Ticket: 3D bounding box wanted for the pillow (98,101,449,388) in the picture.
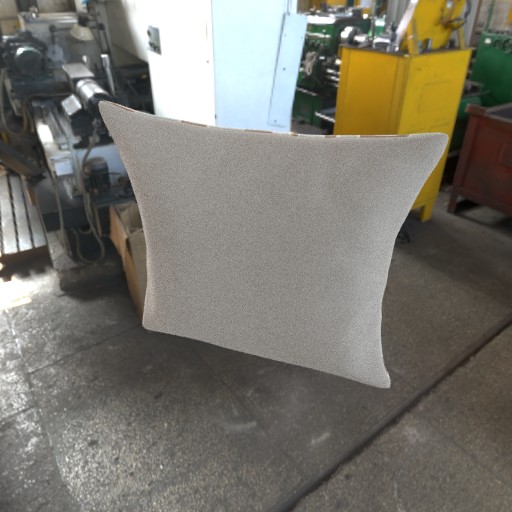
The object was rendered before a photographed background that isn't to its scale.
[{"bbox_3d":[0.000,0.000,0.806,0.552,0.508,0.166,10,34,16],"label":"pillow"}]
